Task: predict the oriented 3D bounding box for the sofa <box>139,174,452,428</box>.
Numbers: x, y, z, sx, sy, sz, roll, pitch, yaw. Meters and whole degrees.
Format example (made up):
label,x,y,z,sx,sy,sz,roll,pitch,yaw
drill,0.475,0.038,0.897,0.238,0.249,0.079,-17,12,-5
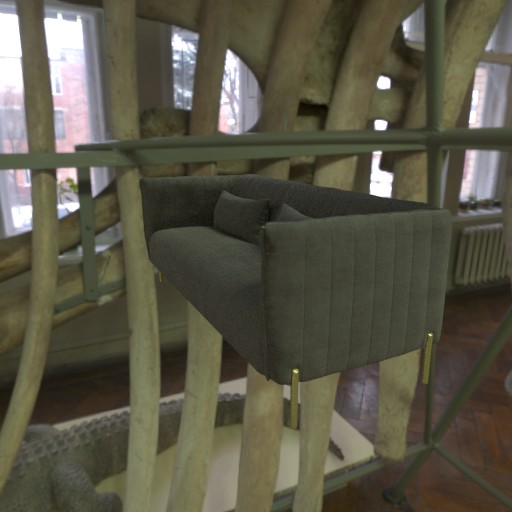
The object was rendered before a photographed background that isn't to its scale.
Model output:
label,x,y,z,sx,sy,sz,roll,pitch,yaw
sofa,0.000,0.000,2.521,0.876,0.780,1.980,-7,17,-25
